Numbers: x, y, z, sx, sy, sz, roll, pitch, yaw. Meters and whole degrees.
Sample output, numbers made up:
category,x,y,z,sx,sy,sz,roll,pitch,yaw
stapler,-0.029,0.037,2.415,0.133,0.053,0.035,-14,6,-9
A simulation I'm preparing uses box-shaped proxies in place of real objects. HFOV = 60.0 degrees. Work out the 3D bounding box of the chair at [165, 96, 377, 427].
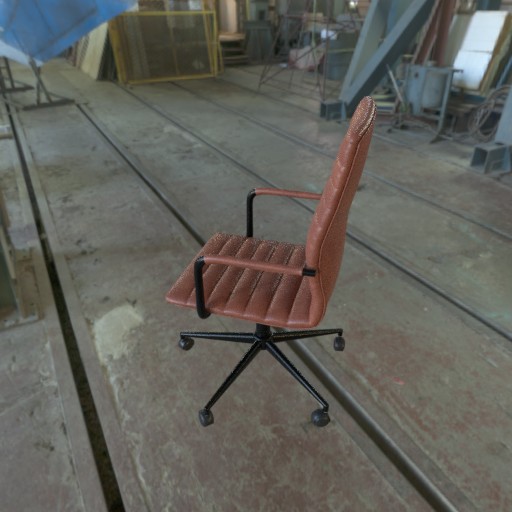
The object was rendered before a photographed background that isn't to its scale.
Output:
category,x,y,z,sx,sy,sz,roll,pitch,yaw
chair,0.000,0.000,1.314,0.578,0.878,0.600,8,32,14
